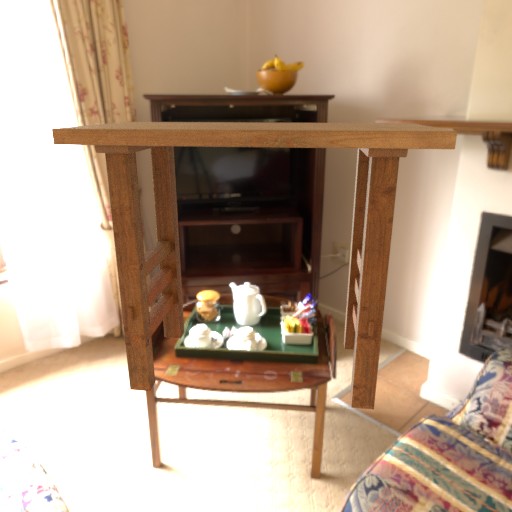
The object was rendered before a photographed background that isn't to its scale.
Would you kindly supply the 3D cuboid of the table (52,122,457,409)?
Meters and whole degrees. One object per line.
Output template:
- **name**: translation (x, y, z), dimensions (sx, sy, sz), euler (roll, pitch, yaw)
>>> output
- **table**: translation (0.000, 0.000, 1.618), dimensions (1.119, 0.914, 0.556), euler (2, 19, 7)
